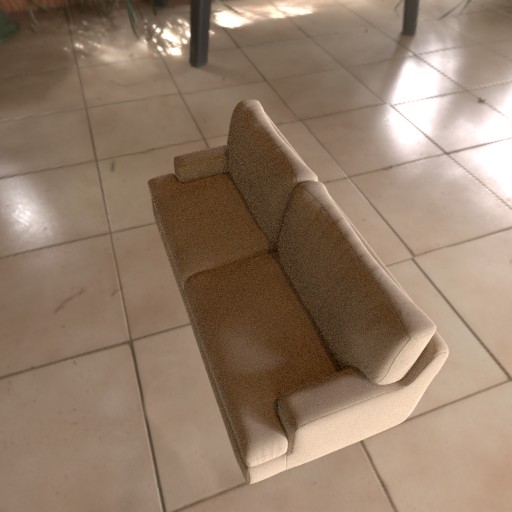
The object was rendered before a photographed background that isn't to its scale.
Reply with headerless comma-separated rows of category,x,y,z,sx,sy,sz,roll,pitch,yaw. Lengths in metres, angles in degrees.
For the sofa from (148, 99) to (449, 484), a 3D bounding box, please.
sofa,0.000,0.000,2.620,0.929,0.925,2.147,-16,49,-14
